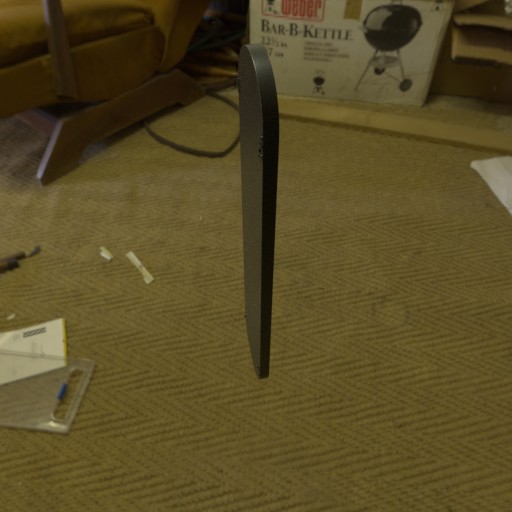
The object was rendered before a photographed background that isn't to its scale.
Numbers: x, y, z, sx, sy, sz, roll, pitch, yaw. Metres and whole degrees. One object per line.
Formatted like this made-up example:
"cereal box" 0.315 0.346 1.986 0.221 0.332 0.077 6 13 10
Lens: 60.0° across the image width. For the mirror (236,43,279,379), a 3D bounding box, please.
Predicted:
"mirror" 0.000 0.000 1.090 0.032 0.991 0.222 -9 47 -8
